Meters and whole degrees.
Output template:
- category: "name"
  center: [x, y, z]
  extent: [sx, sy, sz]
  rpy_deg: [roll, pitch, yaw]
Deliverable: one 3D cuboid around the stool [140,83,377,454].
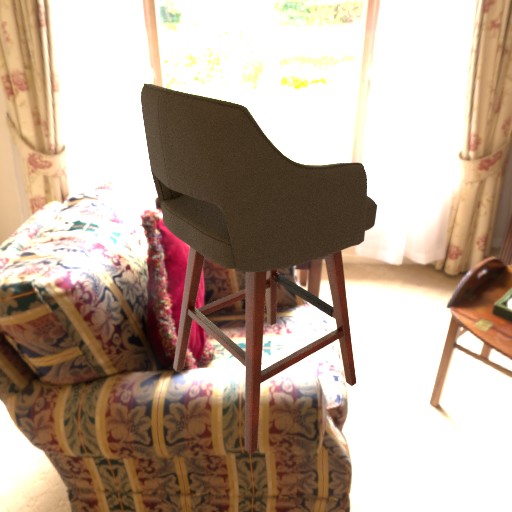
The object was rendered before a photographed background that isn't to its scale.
- category: "stool"
  center: [0.000, 0.000, 1.360]
  extent: [0.558, 1.012, 0.548]
  rpy_deg: [-20, 34, -33]
